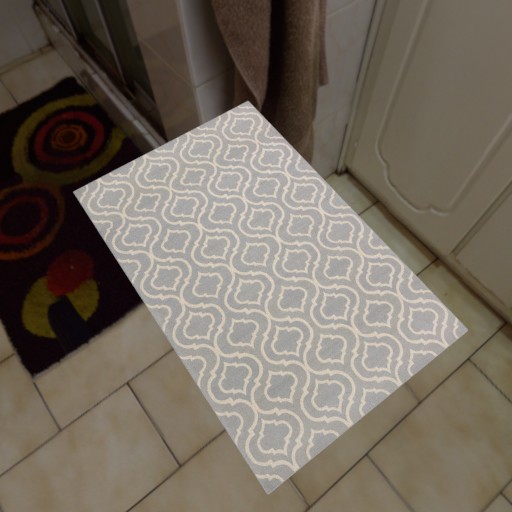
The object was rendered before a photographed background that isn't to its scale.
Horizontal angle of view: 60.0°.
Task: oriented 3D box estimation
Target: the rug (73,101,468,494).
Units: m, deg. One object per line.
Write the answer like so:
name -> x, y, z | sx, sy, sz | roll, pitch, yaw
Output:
rug -> 0.000, 0.000, 2.195 | 1.141, 0.015, 1.749 | -33, 68, -15
